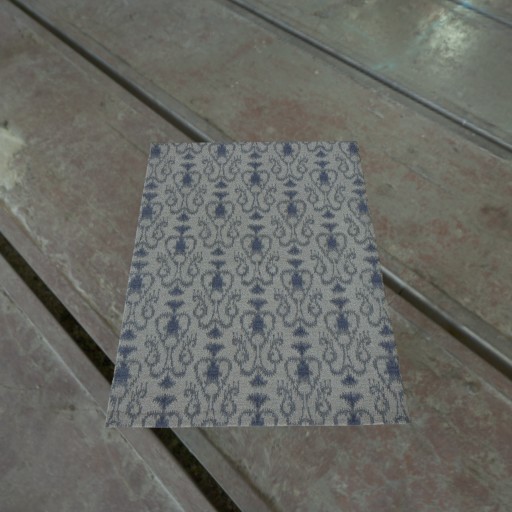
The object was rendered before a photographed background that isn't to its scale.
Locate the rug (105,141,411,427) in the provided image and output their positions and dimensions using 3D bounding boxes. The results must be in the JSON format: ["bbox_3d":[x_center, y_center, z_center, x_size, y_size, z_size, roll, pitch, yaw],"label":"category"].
[{"bbox_3d":[0.000,0.000,4.376,2.437,0.015,3.205,-1,57,0],"label":"rug"}]
